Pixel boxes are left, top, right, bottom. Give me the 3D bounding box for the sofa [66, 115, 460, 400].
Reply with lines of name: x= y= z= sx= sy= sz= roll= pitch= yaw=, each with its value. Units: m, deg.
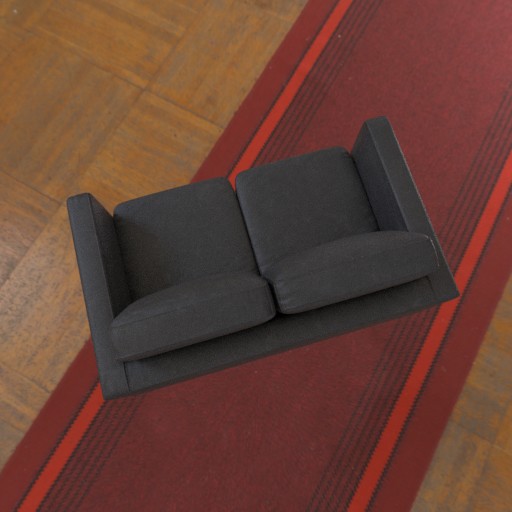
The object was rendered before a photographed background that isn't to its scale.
sofa: x=0.000 y=0.000 z=2.023 sx=1.430 sy=0.899 sz=0.879 roll=-15 pitch=76 yaw=-4
